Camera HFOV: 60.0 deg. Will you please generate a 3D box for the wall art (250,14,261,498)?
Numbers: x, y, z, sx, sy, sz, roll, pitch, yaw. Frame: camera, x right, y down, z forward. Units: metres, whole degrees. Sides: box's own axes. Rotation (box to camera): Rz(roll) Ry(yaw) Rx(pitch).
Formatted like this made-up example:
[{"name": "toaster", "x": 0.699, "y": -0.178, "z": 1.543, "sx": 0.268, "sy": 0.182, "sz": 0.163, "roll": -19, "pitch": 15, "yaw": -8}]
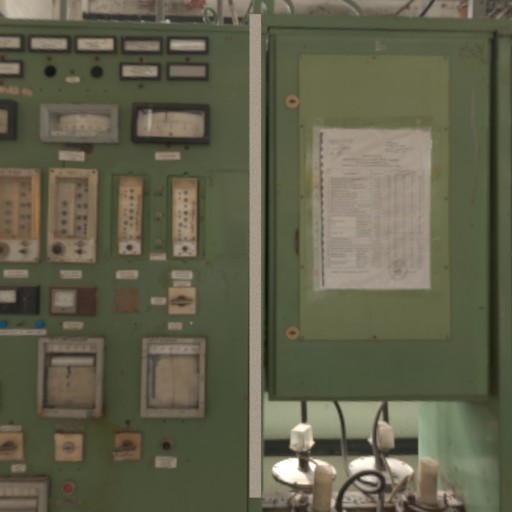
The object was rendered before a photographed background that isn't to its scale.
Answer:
[{"name": "wall art", "x": 0.000, "y": 0.000, "z": 0.679, "sx": 0.013, "sy": 0.533, "sz": 0.381, "roll": 0, "pitch": 0, "yaw": 0}]
